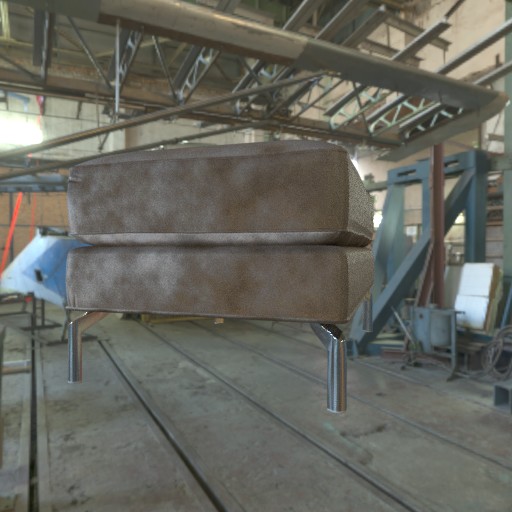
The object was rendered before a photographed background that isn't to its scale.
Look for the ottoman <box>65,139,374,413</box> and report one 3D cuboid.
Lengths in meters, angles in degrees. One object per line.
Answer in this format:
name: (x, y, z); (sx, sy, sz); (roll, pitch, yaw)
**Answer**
ottoman: (0.000, 0.000, 1.066); (0.520, 0.456, 0.719); (0, 1, 18)
